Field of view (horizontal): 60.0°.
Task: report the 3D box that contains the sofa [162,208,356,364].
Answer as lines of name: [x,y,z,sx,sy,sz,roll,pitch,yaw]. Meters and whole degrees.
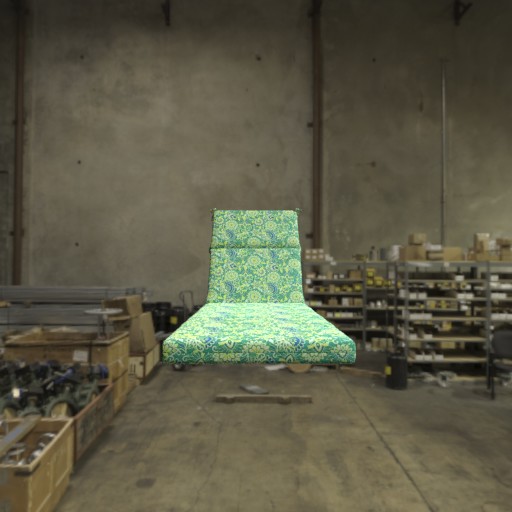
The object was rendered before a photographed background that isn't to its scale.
sofa: [0.000,0.000,1.994,0.582,0.622,1.663,0,-1,-1]
